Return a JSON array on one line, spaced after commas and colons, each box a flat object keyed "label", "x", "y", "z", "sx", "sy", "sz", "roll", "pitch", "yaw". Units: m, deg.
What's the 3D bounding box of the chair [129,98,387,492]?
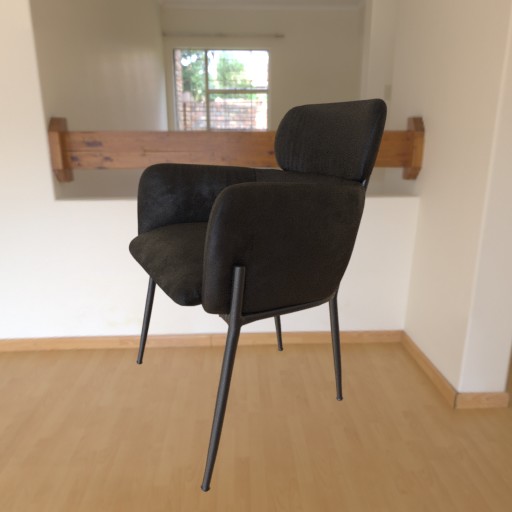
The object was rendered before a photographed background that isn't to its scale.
[{"label": "chair", "x": 0.000, "y": 0.000, "z": 1.219, "sx": 0.604, "sy": 0.818, "sz": 0.640, "roll": -8, "pitch": 18, "yaw": -26}]
